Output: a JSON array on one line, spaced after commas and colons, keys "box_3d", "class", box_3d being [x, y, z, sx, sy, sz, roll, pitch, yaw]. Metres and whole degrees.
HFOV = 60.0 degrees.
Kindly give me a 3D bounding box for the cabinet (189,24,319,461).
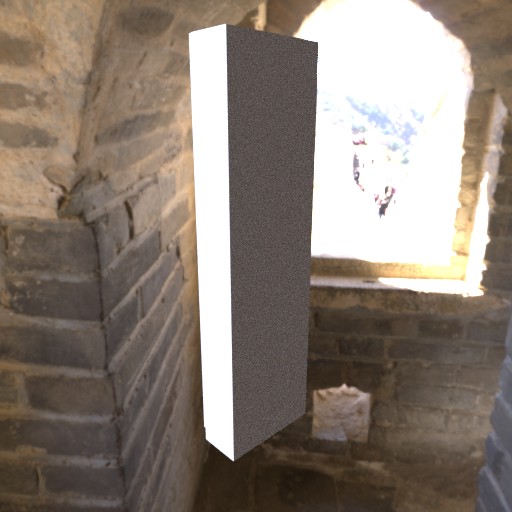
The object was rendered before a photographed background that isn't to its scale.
[{"box_3d": [0.000, 0.000, 1.999, 0.500, 1.790, 0.230, -15, 23, -41], "class": "cabinet"}]
